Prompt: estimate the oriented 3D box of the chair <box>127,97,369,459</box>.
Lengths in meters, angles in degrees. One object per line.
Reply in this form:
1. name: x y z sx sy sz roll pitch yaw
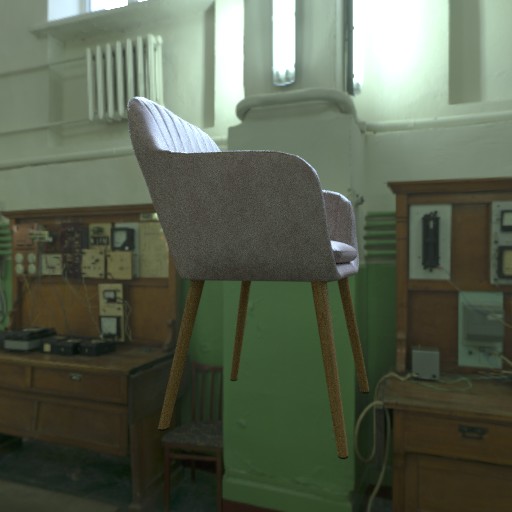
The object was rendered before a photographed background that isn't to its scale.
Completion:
1. chair: 0.000 0.000 1.226 0.570 0.832 0.610 0 0 19
